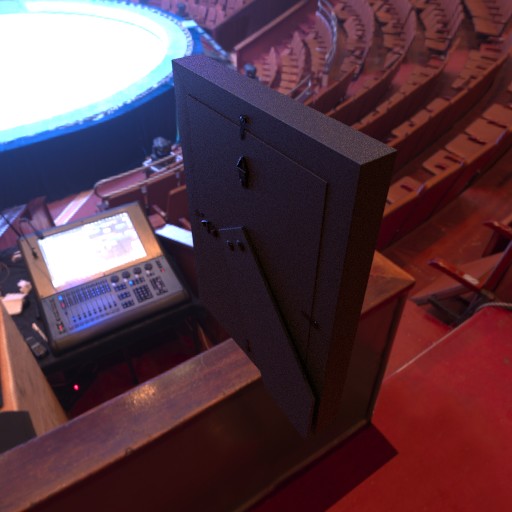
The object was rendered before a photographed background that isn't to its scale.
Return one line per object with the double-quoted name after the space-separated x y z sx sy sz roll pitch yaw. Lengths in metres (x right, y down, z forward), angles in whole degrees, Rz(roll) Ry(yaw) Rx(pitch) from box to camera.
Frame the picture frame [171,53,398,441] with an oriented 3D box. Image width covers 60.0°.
0.000 0.000 0.288 0.028 0.208 0.157 -25 46 -26 "picture frame"
